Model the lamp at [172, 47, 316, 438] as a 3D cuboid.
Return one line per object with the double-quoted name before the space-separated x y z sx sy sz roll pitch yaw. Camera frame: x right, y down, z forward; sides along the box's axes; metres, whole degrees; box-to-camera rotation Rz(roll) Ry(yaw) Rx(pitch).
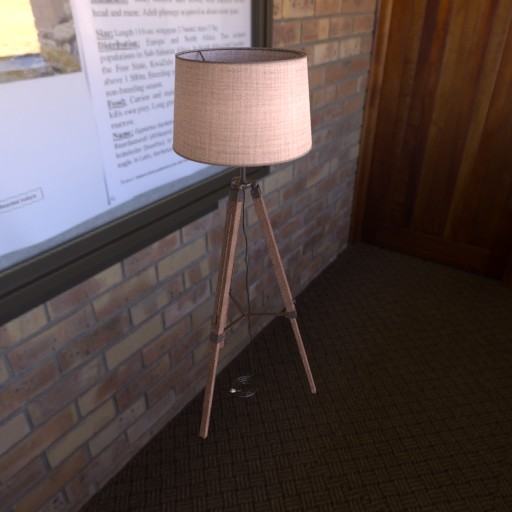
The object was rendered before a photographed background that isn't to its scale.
"lamp" 0.000 0.000 1.810 0.587 1.510 0.604 1 30 2
